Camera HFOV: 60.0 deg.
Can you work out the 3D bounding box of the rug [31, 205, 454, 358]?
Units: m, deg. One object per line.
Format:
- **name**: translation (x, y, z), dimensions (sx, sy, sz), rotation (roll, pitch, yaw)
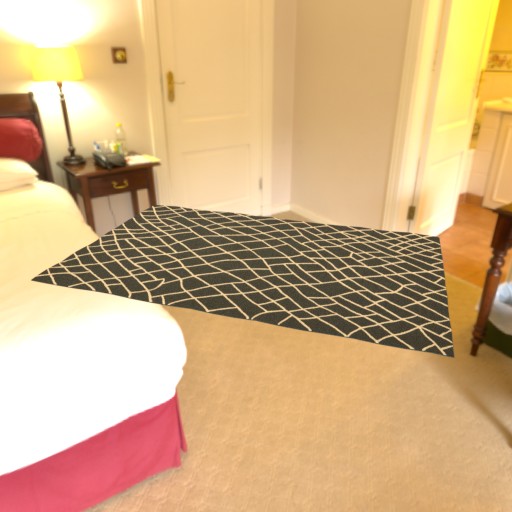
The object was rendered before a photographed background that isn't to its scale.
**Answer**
- **rug**: translation (0.000, 0.000, 3.064), dimensions (2.448, 0.017, 1.529), rotation (8, 26, 16)
